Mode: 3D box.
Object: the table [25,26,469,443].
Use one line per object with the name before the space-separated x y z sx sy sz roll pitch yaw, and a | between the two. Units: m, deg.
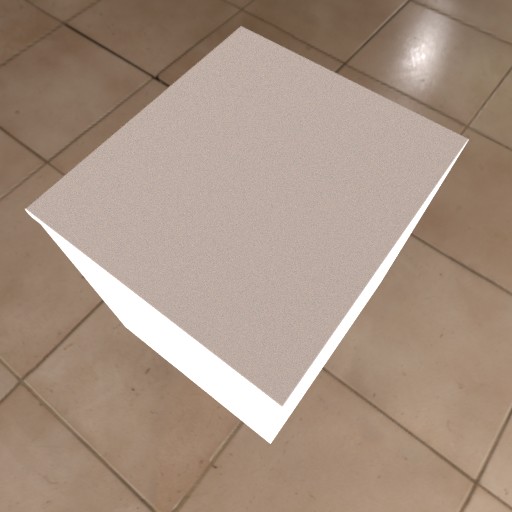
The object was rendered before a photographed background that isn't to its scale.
table | 0.000 0.000 0.758 0.380 0.460 0.420 34 68 16
